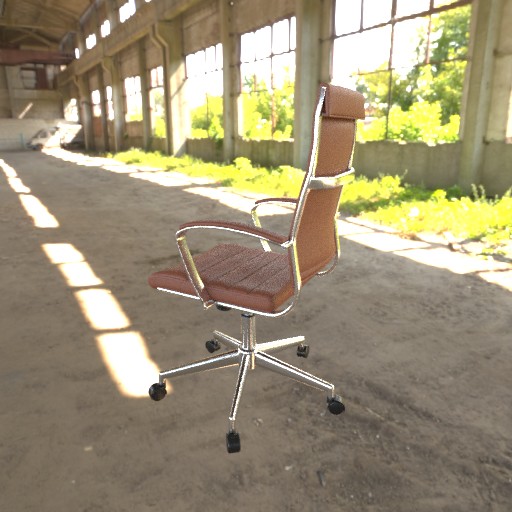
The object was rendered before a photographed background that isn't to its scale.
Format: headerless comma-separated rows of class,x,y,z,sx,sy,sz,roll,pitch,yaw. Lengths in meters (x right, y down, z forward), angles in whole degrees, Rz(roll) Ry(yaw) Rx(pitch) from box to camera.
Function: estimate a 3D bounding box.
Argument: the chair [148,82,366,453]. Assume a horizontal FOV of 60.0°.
chair,0.000,0.000,1.656,0.739,1.149,0.766,8,18,25
